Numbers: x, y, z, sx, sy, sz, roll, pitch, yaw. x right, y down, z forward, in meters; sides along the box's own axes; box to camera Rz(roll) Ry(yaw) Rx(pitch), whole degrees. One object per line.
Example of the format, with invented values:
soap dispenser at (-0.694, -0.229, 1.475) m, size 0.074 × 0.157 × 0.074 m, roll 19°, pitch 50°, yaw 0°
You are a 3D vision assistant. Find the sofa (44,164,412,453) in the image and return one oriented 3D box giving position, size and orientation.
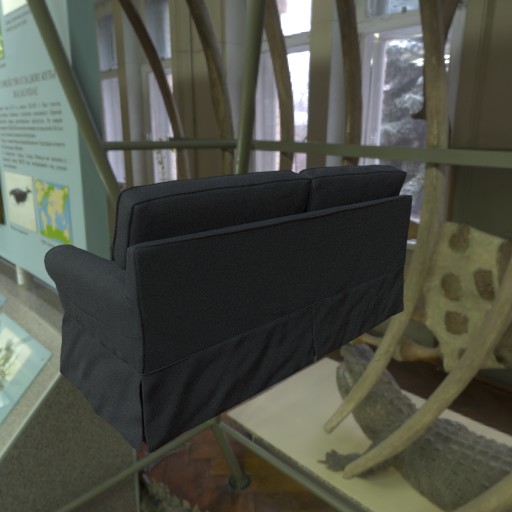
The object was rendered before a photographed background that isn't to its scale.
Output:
sofa at (0.000, 0.000, 2.755) m, size 0.983 × 1.094 × 2.256 m, roll 14°, pitch 20°, yaw 43°
